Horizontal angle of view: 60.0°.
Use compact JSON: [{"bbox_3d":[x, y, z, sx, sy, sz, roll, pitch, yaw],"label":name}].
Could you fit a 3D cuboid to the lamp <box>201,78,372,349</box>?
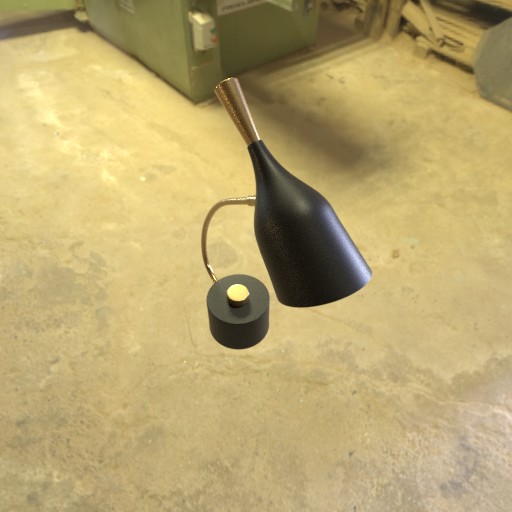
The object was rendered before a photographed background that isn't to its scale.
[{"bbox_3d":[0.000,0.000,0.614,0.110,0.464,0.352,-26,52,-22],"label":"lamp"}]
